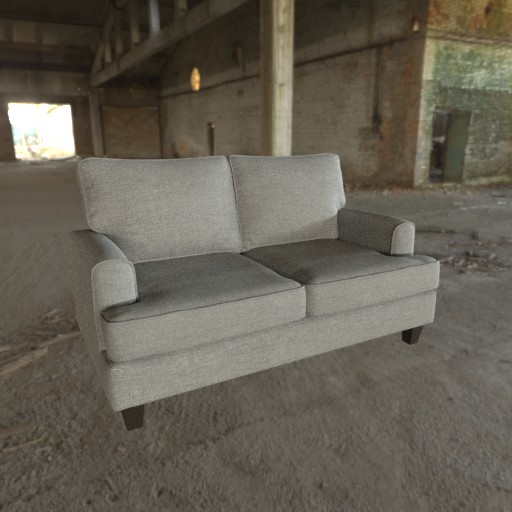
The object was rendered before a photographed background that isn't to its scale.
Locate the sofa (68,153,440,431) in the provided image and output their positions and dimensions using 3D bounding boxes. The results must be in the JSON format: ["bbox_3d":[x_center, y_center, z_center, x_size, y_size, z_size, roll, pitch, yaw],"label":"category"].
[{"bbox_3d":[0.000,0.000,2.211,1.651,0.965,0.965,-8,17,-28],"label":"sofa"}]
